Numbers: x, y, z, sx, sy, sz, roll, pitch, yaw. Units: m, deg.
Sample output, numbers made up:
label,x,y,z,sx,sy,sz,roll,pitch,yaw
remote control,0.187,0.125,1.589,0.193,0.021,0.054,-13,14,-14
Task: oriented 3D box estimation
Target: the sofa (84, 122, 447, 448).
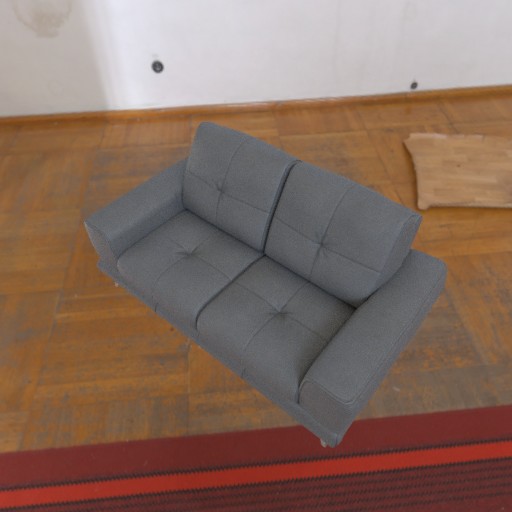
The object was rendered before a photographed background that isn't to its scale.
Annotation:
label,x,y,z,sx,sy,sz,roll,pitch,yaw
sofa,0.000,0.000,2.457,1.806,0.907,1.018,31,54,26
